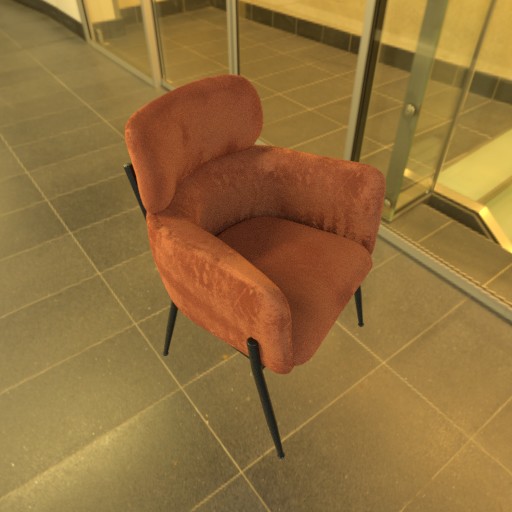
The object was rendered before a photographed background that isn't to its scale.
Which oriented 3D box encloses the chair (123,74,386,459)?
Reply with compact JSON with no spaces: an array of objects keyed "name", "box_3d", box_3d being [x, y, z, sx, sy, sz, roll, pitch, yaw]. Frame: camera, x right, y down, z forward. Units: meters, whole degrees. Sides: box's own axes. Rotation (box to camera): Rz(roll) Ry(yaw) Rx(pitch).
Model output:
[{"name":"chair","box_3d":[0.000,0.000,1.162,0.523,0.772,0.561,24,47,24]}]
